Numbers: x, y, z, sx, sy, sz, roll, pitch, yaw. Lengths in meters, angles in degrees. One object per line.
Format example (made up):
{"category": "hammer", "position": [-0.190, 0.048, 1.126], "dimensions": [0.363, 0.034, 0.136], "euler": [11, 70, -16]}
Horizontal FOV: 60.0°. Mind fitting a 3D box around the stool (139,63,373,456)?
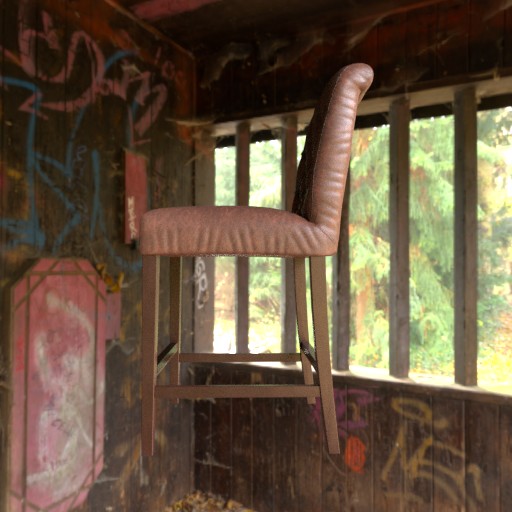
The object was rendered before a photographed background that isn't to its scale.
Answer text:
{"category": "stool", "position": [0.000, 0.000, 1.439], "dimensions": [0.660, 1.084, 0.486], "euler": [0, -1, -1]}
